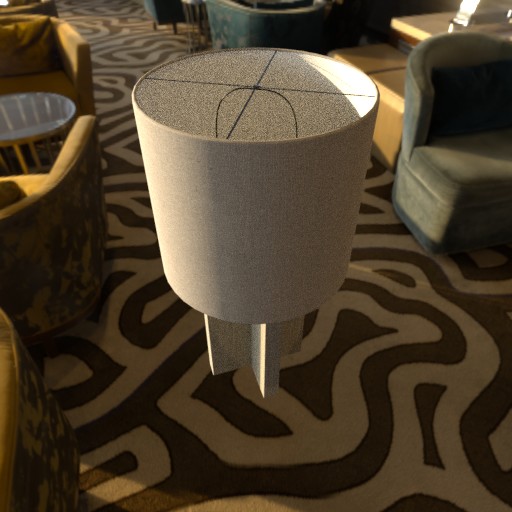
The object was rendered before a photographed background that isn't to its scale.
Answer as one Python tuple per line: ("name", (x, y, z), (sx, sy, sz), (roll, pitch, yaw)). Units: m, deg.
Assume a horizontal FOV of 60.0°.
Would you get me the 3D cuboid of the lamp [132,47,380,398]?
("lamp", (0.000, 0.000, 0.557), (0.229, 0.428, 0.229), (-12, 43, -13))
